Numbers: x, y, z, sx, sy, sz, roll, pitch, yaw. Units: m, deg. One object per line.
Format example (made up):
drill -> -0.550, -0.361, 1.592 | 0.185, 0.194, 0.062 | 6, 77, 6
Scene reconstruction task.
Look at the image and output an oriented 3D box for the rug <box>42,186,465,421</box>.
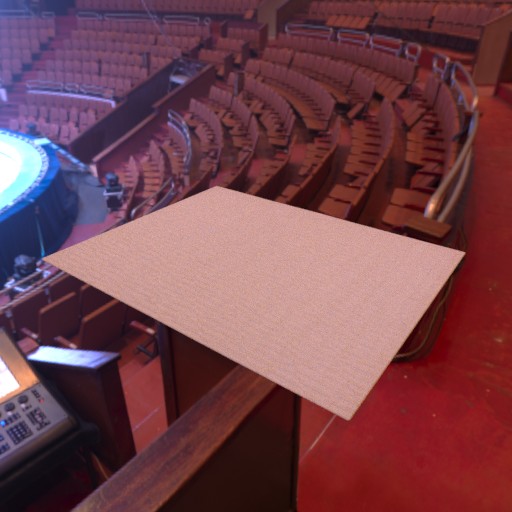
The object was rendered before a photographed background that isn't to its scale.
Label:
rug -> 0.000, 0.000, 4.059 | 3.055, 0.021, 2.410 | 20, 34, 32
